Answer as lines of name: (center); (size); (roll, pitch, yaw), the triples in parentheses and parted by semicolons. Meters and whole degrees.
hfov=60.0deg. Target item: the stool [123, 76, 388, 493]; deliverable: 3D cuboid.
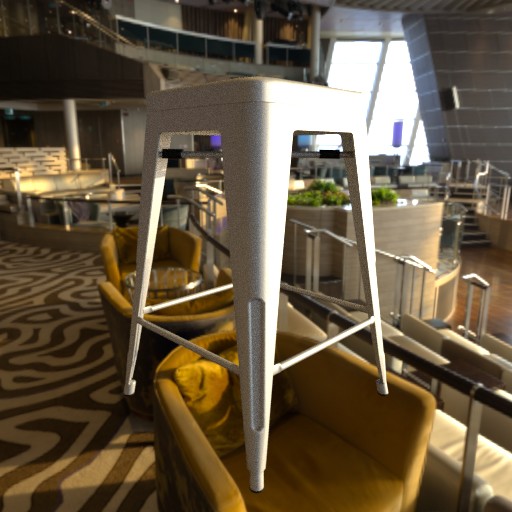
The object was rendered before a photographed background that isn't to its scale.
stool: (0.000, 0.000, 0.876); (0.406, 0.610, 0.406); (13, 19, 43)
